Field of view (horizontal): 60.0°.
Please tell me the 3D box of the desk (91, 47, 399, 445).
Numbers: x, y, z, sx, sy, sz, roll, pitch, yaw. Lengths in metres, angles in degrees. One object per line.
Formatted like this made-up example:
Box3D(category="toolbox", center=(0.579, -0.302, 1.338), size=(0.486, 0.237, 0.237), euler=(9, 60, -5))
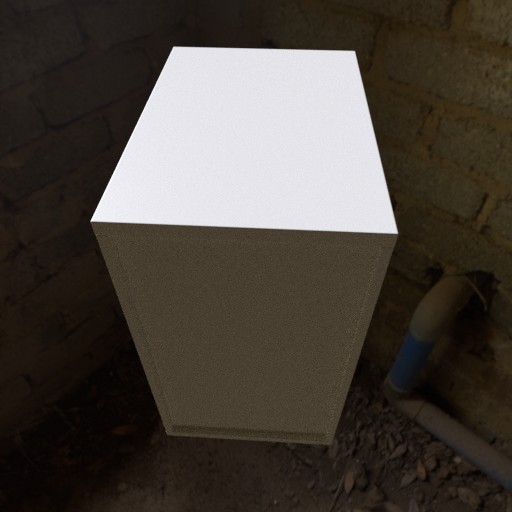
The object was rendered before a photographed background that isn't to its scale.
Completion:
Box3D(category="desk", center=(0.000, 0.000, 1.049), size=(0.404, 0.730, 0.600), euler=(2, 46, 2))
